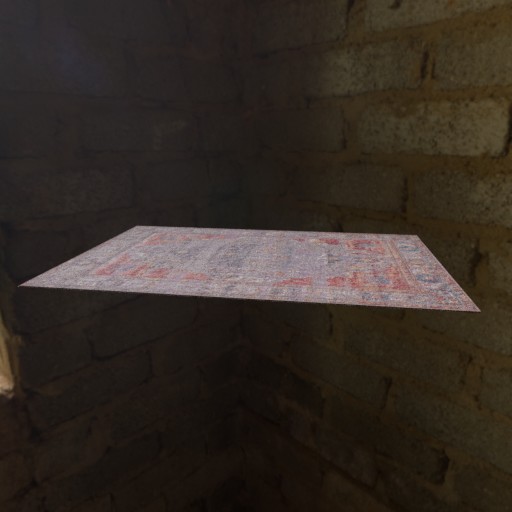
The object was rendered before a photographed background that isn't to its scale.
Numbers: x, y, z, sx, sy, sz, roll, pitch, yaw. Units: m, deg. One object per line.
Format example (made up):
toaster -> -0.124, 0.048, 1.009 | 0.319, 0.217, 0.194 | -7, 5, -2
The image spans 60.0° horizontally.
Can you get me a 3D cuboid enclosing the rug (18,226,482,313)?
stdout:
rug -> 0.000, 0.000, 2.299 | 1.829, 0.005, 1.219 | 2, 16, 8
